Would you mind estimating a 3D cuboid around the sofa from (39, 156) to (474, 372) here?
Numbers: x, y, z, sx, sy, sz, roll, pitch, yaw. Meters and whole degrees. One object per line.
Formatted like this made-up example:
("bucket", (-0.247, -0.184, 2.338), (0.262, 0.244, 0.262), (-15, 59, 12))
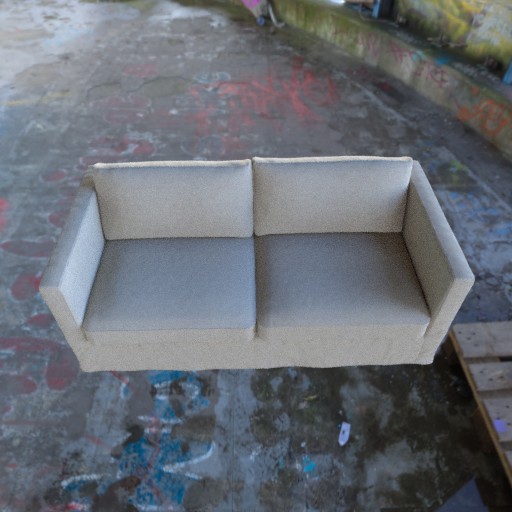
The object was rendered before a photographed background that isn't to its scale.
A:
("sofa", (0.000, 0.000, 2.450), (1.959, 0.835, 0.962), (-1, 47, -1))
